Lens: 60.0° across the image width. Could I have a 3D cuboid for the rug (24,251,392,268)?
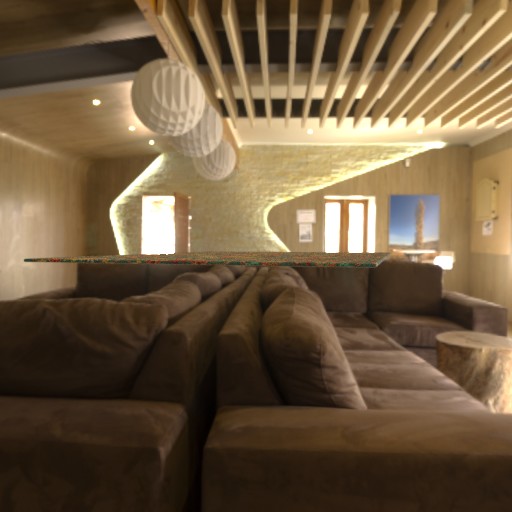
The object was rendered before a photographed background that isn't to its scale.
[{"bbox_3d":[0.000,0.000,4.288,2.434,0.025,3.204,1,2,18],"label":"rug"}]
